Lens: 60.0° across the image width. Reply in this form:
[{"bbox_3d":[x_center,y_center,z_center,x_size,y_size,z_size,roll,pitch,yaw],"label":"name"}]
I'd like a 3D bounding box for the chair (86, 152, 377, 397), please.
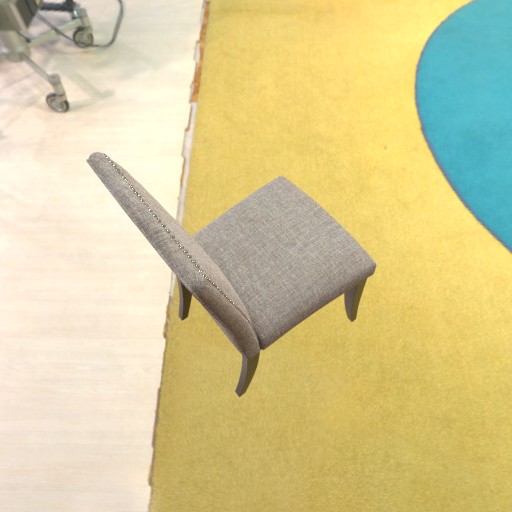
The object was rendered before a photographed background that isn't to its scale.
[{"bbox_3d":[0.000,0.000,1.415,0.660,1.016,0.513,-34,64,-19],"label":"chair"}]
